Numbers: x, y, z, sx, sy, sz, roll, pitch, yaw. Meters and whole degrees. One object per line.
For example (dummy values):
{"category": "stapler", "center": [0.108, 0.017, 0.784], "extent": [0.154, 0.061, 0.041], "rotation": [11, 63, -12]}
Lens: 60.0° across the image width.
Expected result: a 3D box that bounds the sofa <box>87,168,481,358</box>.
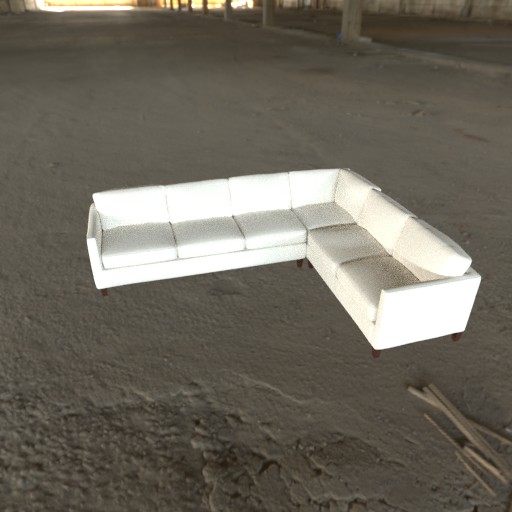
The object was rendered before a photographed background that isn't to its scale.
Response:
{"category": "sofa", "center": [0.000, 0.000, 4.540], "extent": [3.302, 0.947, 2.593], "rotation": [-8, 31, -13]}
